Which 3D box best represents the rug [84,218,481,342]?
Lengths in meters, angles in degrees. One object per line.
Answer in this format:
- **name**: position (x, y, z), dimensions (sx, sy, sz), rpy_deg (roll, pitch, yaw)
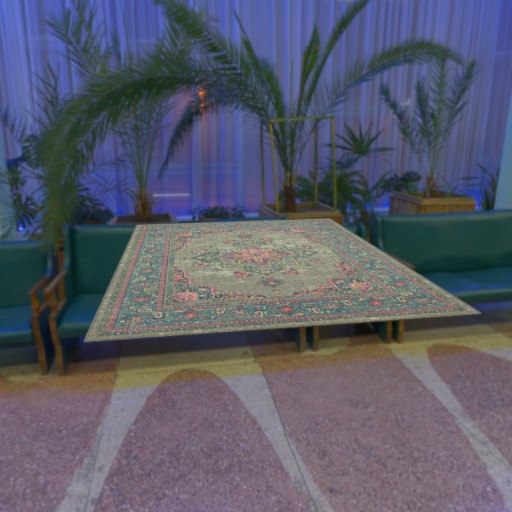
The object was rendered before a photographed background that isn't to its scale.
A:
- **rug**: position (0.000, 0.000, 4.088), dimensions (2.434, 0.013, 3.057), rpy_deg (-3, 17, -9)
